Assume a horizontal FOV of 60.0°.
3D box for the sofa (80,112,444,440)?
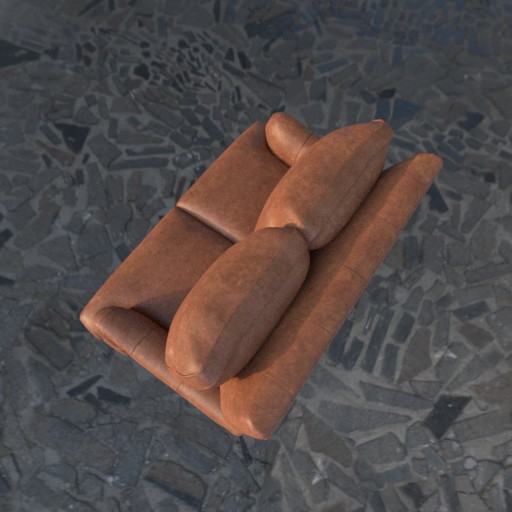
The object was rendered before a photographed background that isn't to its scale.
[{"bbox_3d":[0.000,0.000,2.223,1.077,1.004,1.527,32,69,14],"label":"sofa"}]
